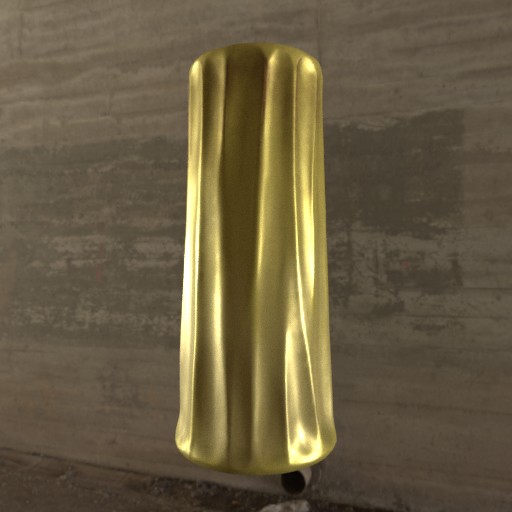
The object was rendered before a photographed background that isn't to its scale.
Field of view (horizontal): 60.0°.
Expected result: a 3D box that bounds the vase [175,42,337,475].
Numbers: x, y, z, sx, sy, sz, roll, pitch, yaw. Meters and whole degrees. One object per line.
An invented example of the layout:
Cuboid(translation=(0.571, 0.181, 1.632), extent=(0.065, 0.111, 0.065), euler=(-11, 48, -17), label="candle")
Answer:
Cuboid(translation=(0.000, 0.000, 0.172), extent=(0.061, 0.143, 0.061), euler=(0, -1, 0), label="vase")
